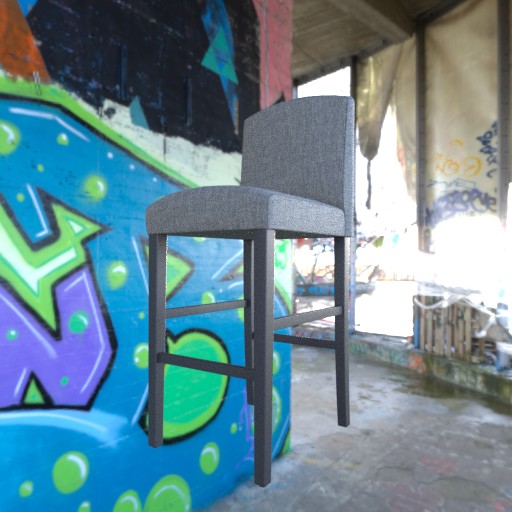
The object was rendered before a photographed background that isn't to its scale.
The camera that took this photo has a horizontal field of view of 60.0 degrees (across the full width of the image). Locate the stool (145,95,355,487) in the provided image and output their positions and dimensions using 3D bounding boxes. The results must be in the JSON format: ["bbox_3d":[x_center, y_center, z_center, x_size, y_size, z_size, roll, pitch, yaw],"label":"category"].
[{"bbox_3d":[0.000,0.000,1.405,0.451,1.138,0.552,0,0,35],"label":"stool"}]
